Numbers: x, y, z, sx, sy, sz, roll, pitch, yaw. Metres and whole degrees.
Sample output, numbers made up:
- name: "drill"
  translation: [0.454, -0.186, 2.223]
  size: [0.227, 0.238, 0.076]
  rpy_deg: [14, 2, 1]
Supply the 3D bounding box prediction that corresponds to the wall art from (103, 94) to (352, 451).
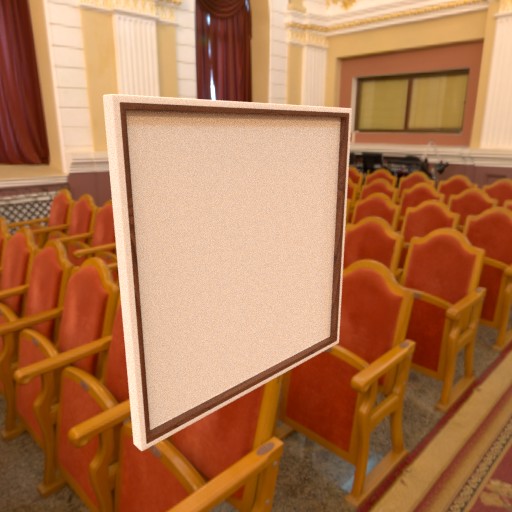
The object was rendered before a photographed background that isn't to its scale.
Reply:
- name: "wall art"
  translation: [0.000, 0.000, 1.160]
  size: [0.757, 0.757, 0.037]
  rpy_deg: [-15, 22, -43]
